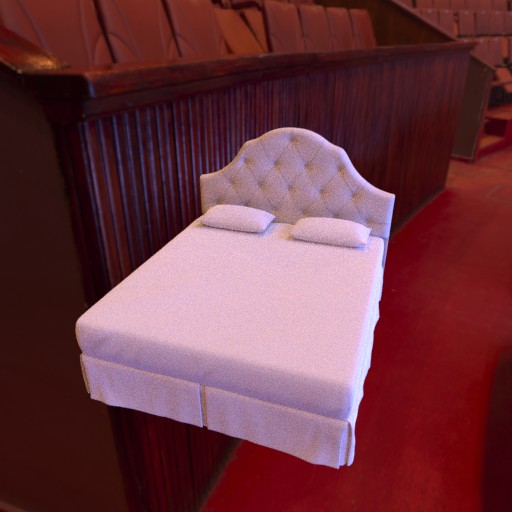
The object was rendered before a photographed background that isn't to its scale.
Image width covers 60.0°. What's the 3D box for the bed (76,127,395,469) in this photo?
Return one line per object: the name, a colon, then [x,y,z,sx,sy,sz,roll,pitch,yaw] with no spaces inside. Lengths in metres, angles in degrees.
bed: [0.000,0.000,3.560,2.008,1.615,2.214,9,28,17]
